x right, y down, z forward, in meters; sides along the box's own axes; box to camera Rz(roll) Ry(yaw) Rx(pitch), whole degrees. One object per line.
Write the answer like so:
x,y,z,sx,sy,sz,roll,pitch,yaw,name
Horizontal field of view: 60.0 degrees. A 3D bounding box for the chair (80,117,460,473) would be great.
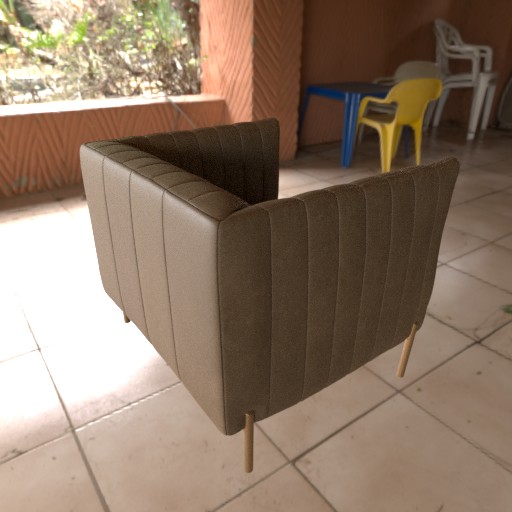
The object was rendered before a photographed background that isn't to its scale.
0.000,0.000,1.584,0.876,0.779,0.981,-18,32,-32,chair
